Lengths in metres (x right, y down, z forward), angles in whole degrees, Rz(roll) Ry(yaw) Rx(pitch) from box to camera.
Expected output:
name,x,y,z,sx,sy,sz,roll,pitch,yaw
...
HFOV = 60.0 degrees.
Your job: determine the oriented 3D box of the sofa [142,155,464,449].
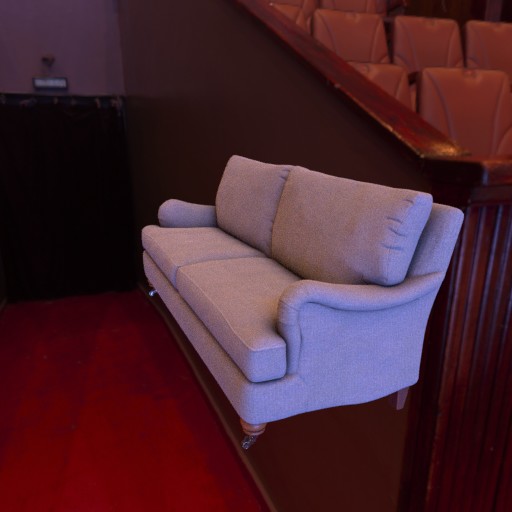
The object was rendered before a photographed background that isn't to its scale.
name,x,y,z,sx,sy,sz,roll,pitch,yaw
sofa,0.000,0.000,2.788,1.069,1.096,2.193,-8,19,-24
